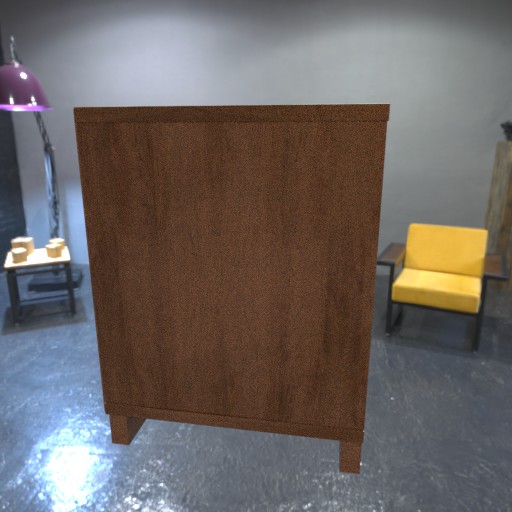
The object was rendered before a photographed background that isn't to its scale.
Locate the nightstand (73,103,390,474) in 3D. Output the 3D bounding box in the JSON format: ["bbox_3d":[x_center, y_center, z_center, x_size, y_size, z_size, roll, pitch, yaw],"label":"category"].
[{"bbox_3d":[0.000,0.000,0.732,0.347,0.448,0.427,3,16,10],"label":"nightstand"}]
